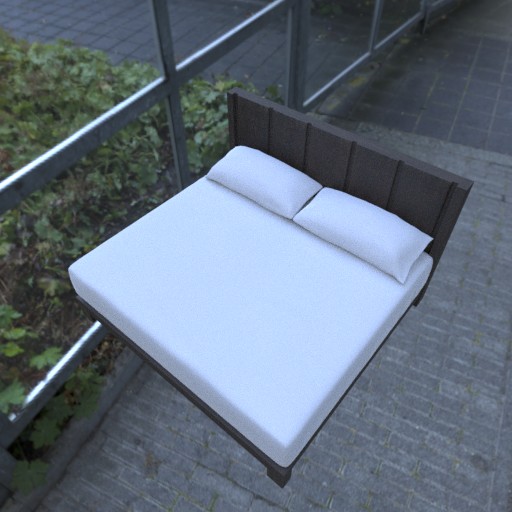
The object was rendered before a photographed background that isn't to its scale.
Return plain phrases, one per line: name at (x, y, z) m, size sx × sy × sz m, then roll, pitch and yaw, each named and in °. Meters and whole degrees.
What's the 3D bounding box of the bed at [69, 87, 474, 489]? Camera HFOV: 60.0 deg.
bed at (0.000, 0.000, 3.370) m, size 2.134 × 1.270 × 2.012 m, roll 31°, pitch 54°, yaw 26°
